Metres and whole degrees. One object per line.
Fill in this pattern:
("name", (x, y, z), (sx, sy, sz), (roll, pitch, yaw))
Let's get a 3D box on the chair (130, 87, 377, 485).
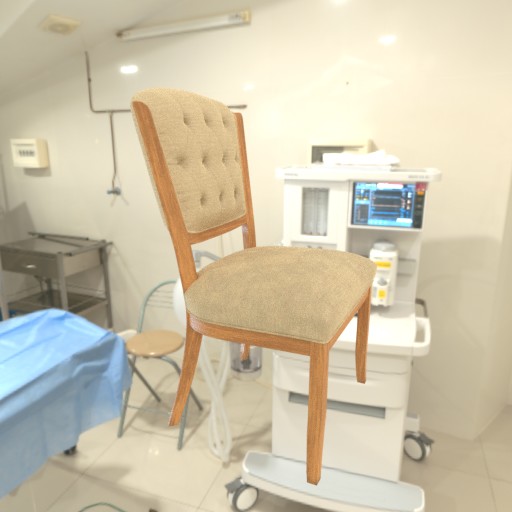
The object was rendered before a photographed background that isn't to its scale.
("chair", (0.000, 0.000, 1.244), (0.584, 0.905, 0.513), (7, 16, 25))
